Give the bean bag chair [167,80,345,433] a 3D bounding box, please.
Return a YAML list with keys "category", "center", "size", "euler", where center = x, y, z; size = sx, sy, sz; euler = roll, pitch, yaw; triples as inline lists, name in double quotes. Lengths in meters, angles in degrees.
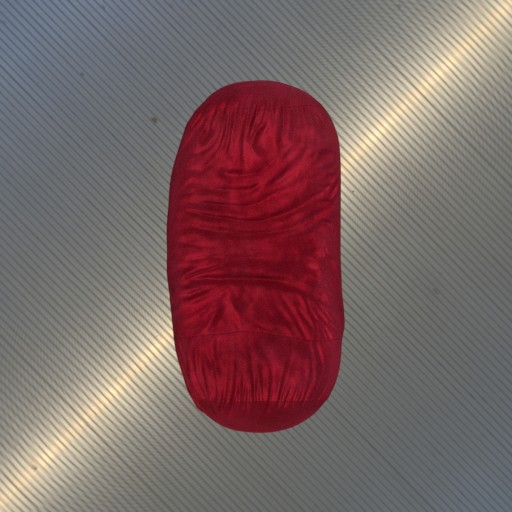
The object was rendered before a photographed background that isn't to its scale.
- category: "bean bag chair"
  center: [0.000, 0.000, 2.952]
  size: [1.216, 0.867, 2.293]
  euler: [0, 89, -1]
